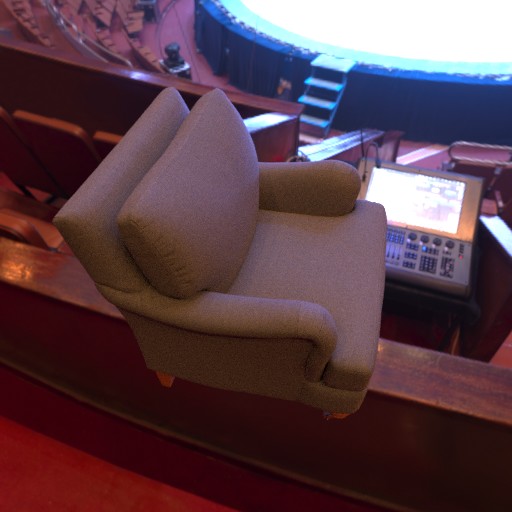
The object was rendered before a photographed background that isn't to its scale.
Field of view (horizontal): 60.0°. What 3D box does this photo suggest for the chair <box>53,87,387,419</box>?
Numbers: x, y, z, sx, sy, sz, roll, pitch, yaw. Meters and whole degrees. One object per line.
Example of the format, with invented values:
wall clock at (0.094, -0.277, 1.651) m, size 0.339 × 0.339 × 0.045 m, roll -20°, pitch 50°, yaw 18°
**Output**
chair at (0.000, 0.000, 1.859) m, size 1.070 × 1.038 × 0.955 m, roll 11°, pitch 48°, yaw 10°
